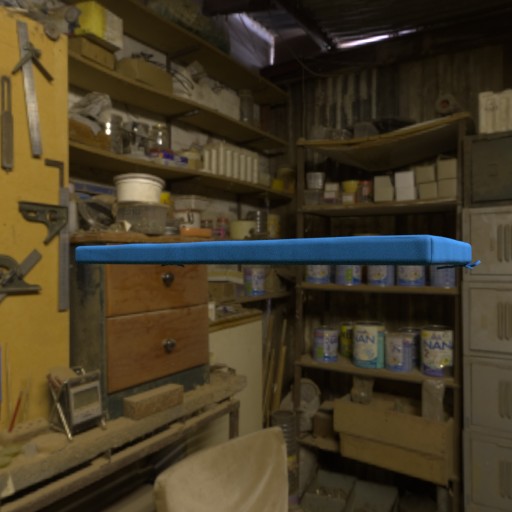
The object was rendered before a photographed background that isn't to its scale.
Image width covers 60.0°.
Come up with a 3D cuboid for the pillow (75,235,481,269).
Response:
[{"bbox_3d":[0.000,0.000,1.355,1.187,0.081,0.492,-1,-1,35],"label":"pillow"}]
